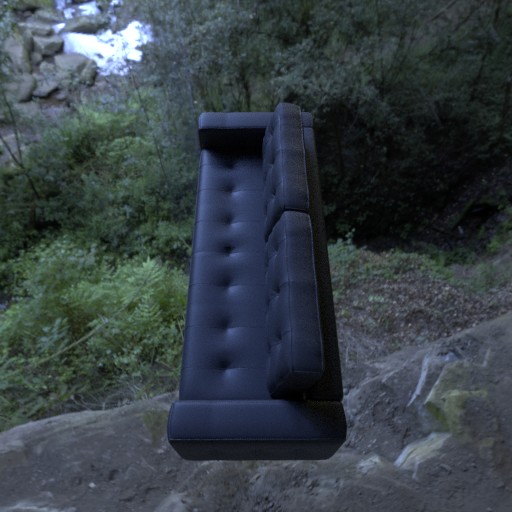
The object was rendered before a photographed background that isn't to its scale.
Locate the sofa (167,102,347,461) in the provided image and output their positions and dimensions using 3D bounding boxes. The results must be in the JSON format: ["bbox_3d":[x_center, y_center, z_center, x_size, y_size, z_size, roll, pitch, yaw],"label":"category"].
[{"bbox_3d":[0.000,0.000,2.756,0.833,0.893,2.275,0,57,0],"label":"sofa"}]
